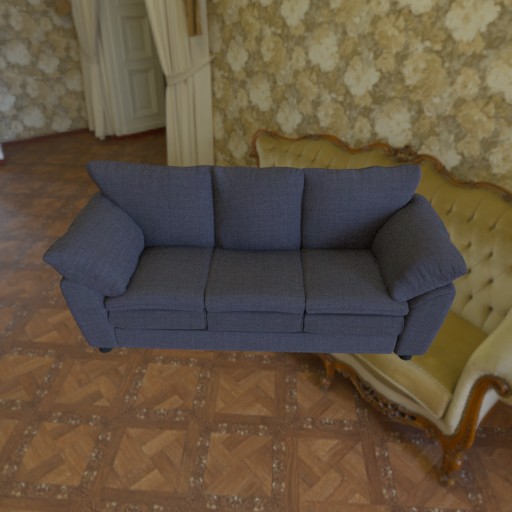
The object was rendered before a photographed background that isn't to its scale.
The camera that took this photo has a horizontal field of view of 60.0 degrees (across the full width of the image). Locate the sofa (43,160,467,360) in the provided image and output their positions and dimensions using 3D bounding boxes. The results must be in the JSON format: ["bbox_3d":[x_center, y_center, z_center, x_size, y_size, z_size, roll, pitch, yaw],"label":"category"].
[{"bbox_3d":[0.000,0.000,2.857,2.336,1.080,0.883,1,31,2],"label":"sofa"}]
